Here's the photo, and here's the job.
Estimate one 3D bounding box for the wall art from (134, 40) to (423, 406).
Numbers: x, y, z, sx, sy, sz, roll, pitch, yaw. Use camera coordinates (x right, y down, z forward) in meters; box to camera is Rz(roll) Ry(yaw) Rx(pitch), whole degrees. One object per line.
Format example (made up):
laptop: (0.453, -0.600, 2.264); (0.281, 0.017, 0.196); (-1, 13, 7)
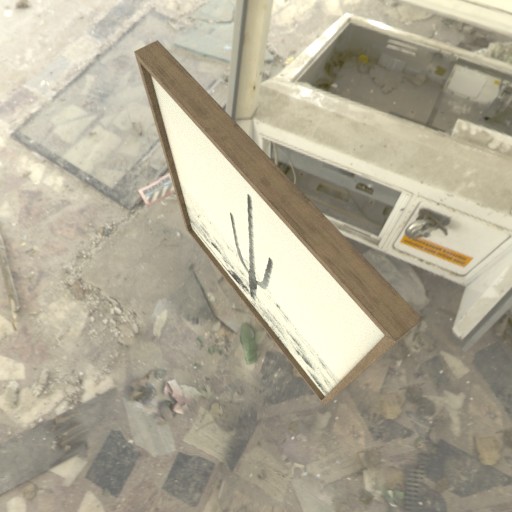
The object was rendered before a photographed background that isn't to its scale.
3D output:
wall art: (0.000, 0.000, 0.758); (0.038, 0.508, 0.508); (-34, 69, -15)
